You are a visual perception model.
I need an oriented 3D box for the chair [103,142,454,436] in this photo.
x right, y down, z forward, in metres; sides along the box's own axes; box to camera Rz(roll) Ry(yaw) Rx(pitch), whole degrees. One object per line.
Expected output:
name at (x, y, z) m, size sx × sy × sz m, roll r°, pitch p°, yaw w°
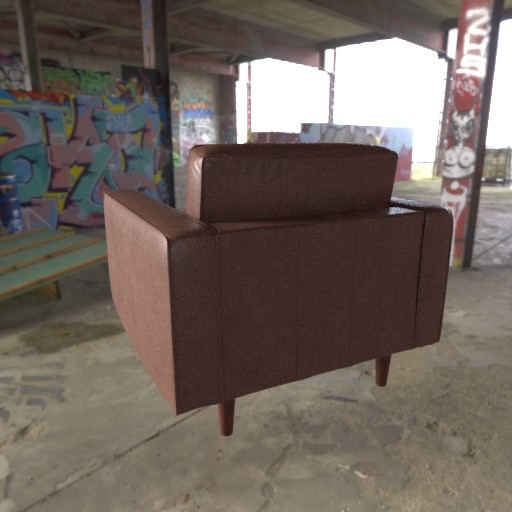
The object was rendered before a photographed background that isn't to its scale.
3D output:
chair at (0.000, 0.000, 1.545) m, size 0.920 × 0.770 × 0.900 m, roll -7°, pitch 17°, yaw -26°
